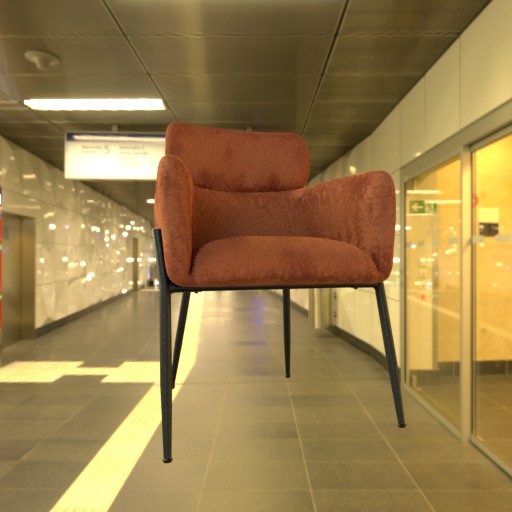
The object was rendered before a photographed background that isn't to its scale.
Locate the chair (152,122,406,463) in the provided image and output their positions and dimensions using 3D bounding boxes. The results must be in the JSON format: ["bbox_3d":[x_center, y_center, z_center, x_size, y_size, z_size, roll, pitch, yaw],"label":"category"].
[{"bbox_3d":[0.000,0.000,1.144,0.561,0.772,0.523,0,0,-19],"label":"chair"}]
